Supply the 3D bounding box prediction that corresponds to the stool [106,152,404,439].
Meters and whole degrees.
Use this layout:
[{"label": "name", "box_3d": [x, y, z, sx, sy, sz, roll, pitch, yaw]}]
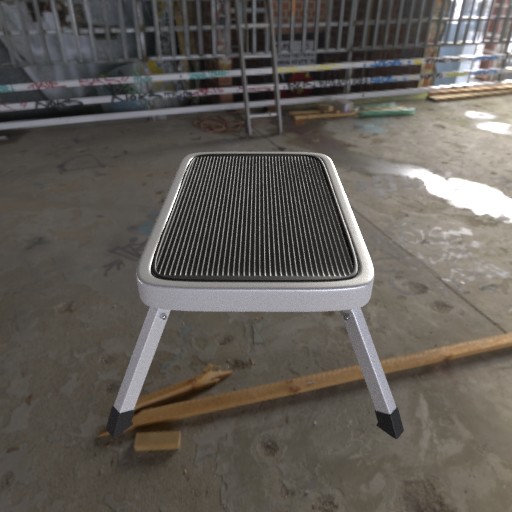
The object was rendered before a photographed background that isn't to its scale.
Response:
[{"label": "stool", "box_3d": [0.000, 0.000, 0.618, 0.320, 0.170, 0.460, 0, 32, 0]}]
